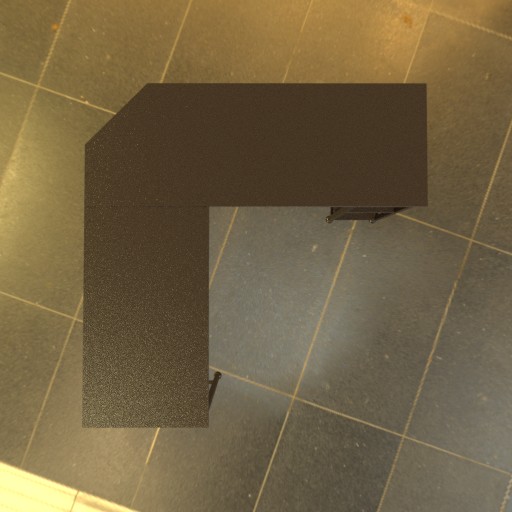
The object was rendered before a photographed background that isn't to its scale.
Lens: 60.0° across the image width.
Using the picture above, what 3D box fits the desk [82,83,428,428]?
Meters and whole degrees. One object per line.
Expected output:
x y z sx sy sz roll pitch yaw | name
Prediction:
0.000 0.000 2.143 1.379 0.739 1.379 0 89 0 | desk
